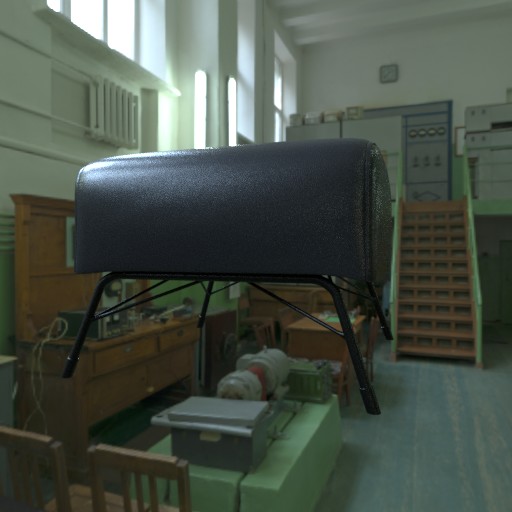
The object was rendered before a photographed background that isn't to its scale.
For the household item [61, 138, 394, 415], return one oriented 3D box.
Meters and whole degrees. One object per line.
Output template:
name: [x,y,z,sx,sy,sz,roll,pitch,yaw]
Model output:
household item: [0.000,0.000,0.916,0.530,0.410,0.530,0,1,19]
